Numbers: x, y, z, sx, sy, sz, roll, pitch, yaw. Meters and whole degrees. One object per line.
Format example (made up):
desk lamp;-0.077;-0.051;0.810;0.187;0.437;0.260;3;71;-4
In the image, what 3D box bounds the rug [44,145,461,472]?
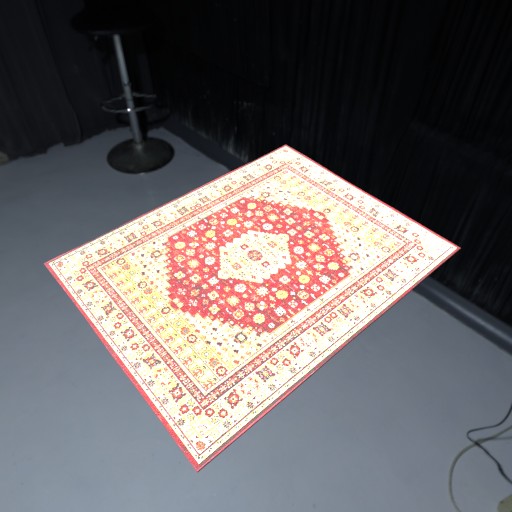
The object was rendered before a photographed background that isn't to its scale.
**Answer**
rug;0.000;0.000;4.113;3.053;0.013;2.387;-32;54;-27
